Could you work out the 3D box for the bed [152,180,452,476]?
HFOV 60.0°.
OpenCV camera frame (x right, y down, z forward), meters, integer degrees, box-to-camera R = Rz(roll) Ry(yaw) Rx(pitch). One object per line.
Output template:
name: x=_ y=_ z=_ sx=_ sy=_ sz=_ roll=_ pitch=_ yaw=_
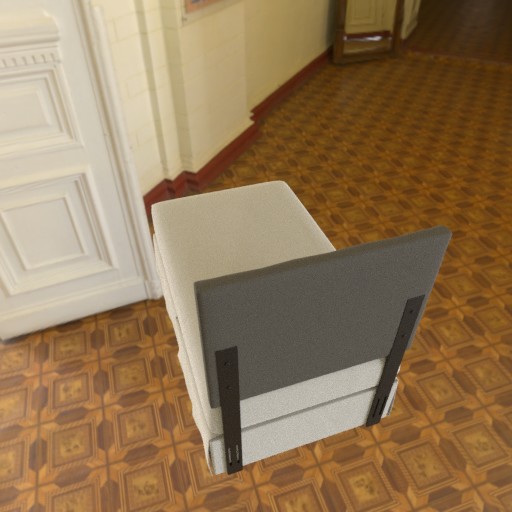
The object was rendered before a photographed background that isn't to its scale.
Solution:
bed: x=0.000 y=0.000 z=2.977 sx=1.261 sy=1.571 sz=1.997 roll=-13 pitch=43 yaw=-14
